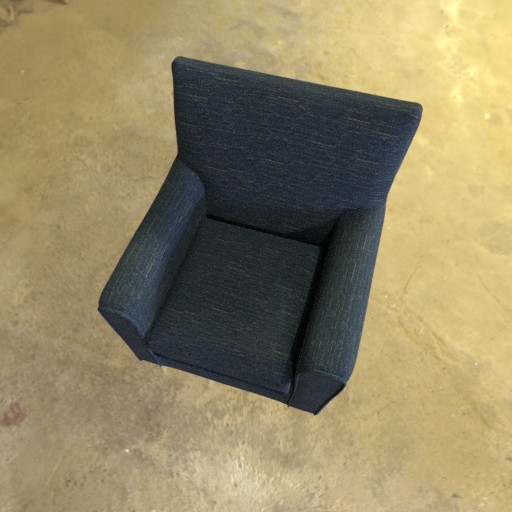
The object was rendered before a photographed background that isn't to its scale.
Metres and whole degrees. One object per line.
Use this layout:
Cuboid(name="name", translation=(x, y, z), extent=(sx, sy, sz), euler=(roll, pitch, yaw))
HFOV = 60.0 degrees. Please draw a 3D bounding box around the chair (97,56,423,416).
Cuboid(name="chair", translation=(0.000, 0.000, 1.653), extent=(0.864, 0.928, 0.873), euler=(15, 60, 9))
